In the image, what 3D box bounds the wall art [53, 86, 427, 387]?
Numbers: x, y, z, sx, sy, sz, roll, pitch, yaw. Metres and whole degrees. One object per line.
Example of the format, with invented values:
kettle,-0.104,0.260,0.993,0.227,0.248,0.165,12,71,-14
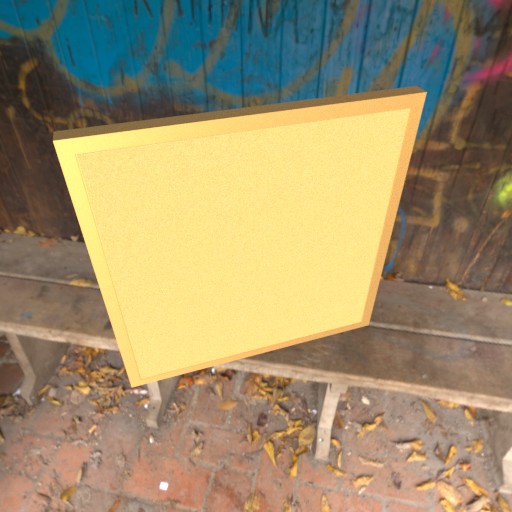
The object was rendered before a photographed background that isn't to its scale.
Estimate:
wall art,0.000,0.000,2.853,1.926,1.926,0.099,-12,42,-13
